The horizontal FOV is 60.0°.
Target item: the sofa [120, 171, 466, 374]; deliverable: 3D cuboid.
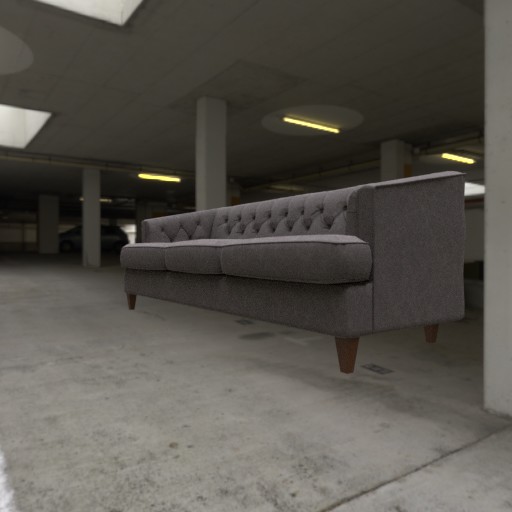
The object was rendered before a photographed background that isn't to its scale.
[{"bbox_3d":[0.000,0.000,2.643,0.917,0.806,2.247,0,0,-36],"label":"sofa"}]
